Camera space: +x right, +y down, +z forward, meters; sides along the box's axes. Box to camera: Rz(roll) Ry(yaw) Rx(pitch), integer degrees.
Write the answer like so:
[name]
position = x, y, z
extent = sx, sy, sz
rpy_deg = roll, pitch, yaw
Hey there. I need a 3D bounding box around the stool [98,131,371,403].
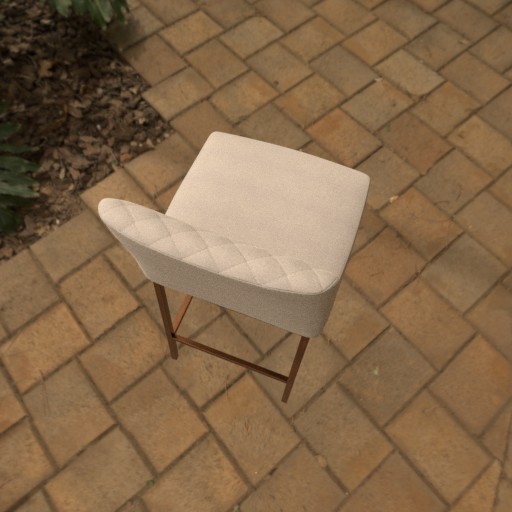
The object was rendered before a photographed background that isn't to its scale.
[stool]
position = 0.000, 0.000, 1.302
extent = 0.507, 0.973, 0.576
rpy_deg = 19, 65, 9
